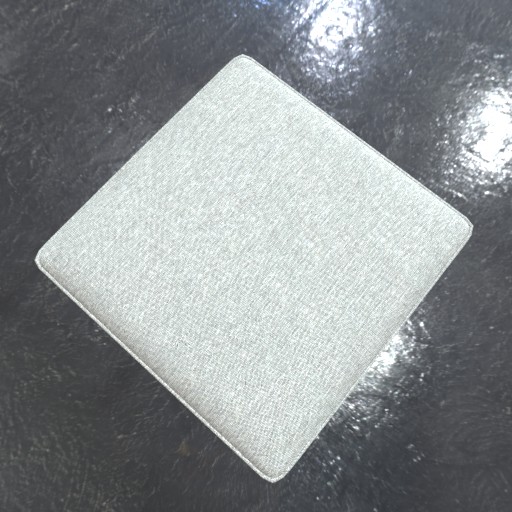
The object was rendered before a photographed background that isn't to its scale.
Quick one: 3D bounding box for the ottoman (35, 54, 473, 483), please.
[{"bbox_3d":[0.000,0.000,1.556,1.005,0.455,1.005,40,79,9],"label":"ottoman"}]
